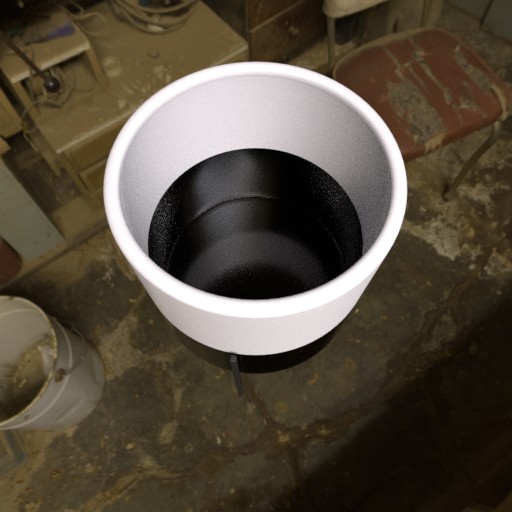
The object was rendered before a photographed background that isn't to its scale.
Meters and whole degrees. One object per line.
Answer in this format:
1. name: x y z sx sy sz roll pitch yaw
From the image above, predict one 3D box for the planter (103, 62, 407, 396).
1. planter: 0.000 0.000 0.635 0.310 0.432 0.310 -33 70 -14
